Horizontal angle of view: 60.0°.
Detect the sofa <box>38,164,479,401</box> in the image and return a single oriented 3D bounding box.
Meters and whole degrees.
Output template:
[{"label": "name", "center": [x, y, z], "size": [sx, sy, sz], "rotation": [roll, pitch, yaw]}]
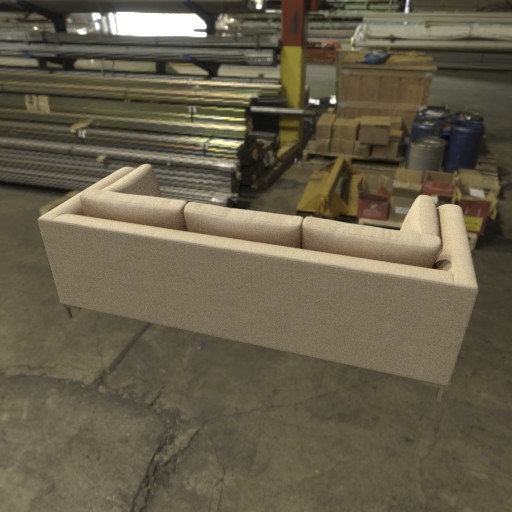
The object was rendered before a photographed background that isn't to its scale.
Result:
[{"label": "sofa", "center": [0.000, 0.000, 2.863], "size": [2.415, 0.867, 0.969], "rotation": [9, 32, 15]}]
